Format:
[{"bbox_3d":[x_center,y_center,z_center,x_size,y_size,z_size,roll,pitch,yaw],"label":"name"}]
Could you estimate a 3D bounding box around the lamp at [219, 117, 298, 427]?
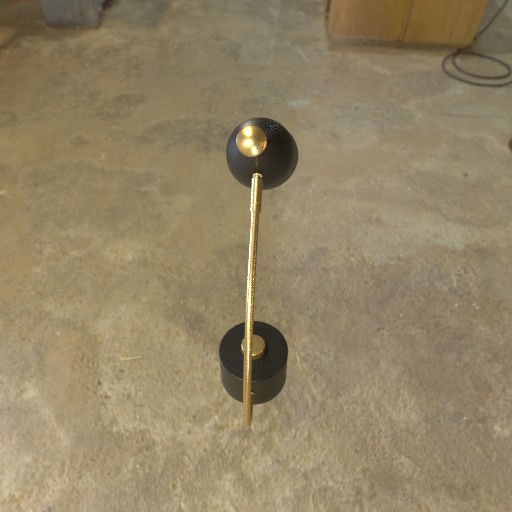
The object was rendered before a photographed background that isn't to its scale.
[{"bbox_3d":[0.000,0.000,0.616,0.110,0.464,0.352,3,47,3],"label":"lamp"}]
